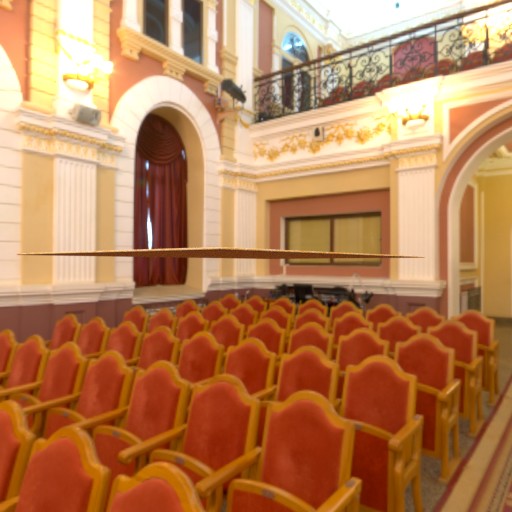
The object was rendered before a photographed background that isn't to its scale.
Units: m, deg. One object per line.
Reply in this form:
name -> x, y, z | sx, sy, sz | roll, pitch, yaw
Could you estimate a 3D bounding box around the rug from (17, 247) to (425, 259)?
rug -> 0.000, 0.000, 2.968 | 1.511, 0.010, 2.424 | -1, -1, 37
